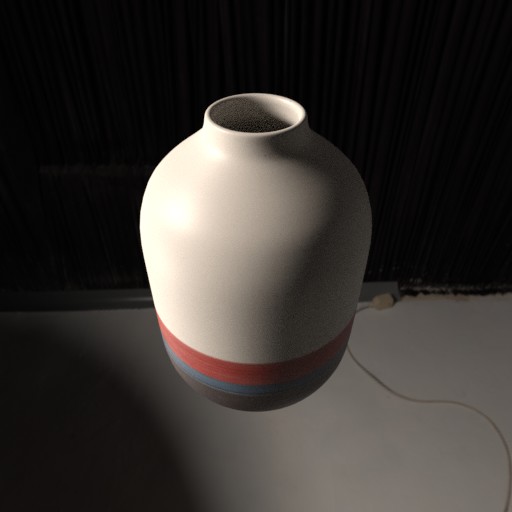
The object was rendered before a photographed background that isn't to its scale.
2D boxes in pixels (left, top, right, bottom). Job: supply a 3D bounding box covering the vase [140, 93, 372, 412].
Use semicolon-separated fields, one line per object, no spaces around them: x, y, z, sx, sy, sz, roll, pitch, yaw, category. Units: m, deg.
0.000;0.000;0.353;0.169;0.237;0.169;0;41;0;vase
